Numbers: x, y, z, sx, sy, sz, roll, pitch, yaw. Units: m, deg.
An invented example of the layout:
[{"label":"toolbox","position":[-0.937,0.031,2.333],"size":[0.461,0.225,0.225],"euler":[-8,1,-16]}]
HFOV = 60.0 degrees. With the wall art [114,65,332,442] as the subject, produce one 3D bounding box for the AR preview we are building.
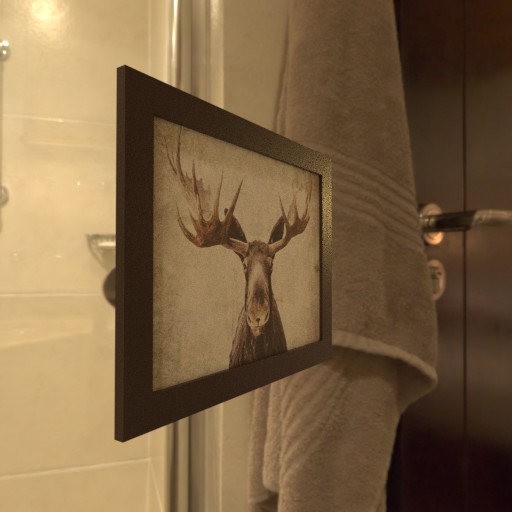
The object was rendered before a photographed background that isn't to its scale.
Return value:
[{"label":"wall art","position":[0.000,0.000,1.619],"size":[0.034,0.952,1.207],"euler":[-1,-1,35]}]
